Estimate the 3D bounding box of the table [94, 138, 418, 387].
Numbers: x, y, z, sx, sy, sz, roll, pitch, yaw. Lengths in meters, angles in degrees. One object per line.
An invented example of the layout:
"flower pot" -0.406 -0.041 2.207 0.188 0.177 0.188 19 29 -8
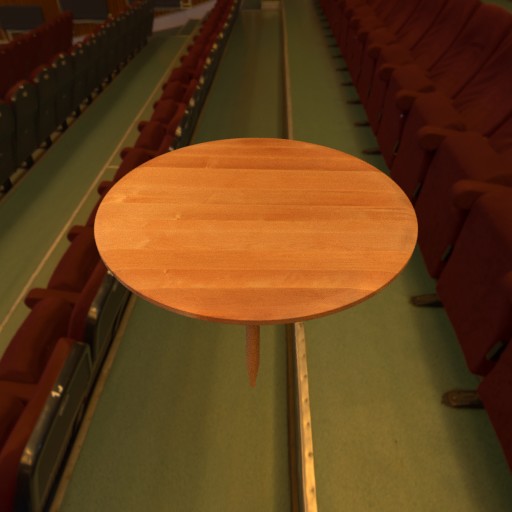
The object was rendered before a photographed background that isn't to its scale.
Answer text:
"table" 0.000 0.000 1.403 0.900 0.400 0.900 0 39 0
